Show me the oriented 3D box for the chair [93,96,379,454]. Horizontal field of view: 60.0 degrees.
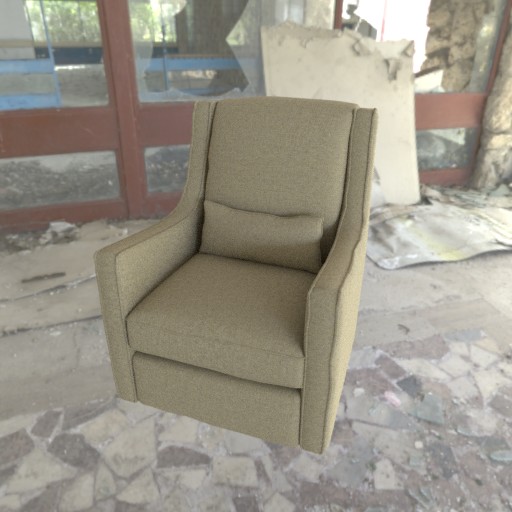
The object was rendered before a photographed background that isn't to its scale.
[{"bbox_3d":[0.000,0.000,1.582,0.732,0.993,0.879,9,28,17],"label":"chair"}]
